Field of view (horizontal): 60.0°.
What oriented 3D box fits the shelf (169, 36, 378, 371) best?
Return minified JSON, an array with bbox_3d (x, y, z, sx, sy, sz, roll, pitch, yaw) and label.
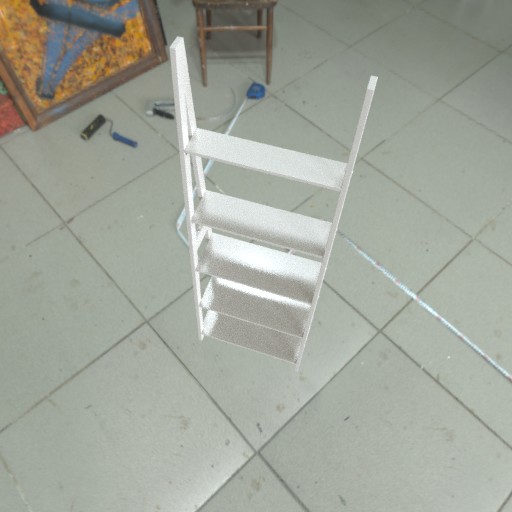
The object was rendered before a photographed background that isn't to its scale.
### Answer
[{"bbox_3d":[0.000,0.000,2.008,0.636,1.779,0.341,16,60,9],"label":"shelf"}]
